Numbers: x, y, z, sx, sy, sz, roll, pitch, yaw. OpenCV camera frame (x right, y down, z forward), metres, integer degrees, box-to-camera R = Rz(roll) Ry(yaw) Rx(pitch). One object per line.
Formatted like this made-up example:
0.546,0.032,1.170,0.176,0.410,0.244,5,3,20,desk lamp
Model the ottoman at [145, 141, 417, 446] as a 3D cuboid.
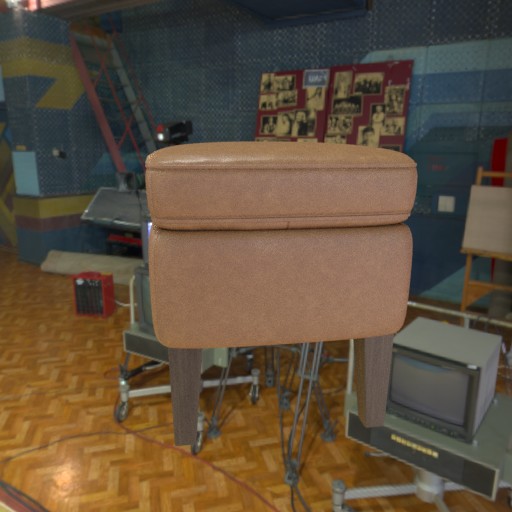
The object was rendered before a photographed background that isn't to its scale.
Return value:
0.000,0.000,0.964,0.420,0.480,0.670,-2,14,-8,ottoman
